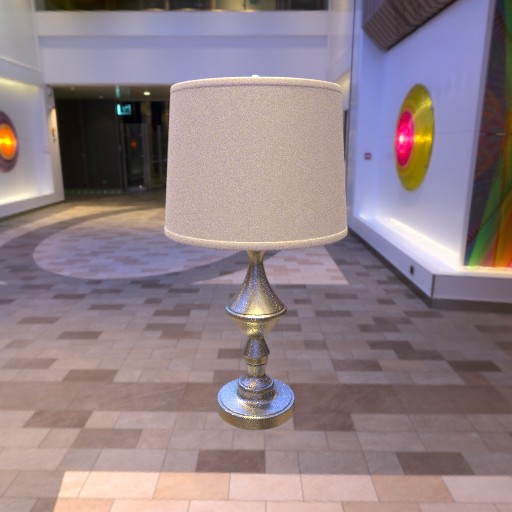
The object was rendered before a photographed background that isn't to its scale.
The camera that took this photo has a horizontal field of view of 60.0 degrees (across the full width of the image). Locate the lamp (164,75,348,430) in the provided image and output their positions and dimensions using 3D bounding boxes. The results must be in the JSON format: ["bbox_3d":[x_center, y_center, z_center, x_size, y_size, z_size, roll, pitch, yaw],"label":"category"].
[{"bbox_3d":[0.000,0.000,0.960,0.383,0.733,0.383,0,14,0],"label":"lamp"}]
